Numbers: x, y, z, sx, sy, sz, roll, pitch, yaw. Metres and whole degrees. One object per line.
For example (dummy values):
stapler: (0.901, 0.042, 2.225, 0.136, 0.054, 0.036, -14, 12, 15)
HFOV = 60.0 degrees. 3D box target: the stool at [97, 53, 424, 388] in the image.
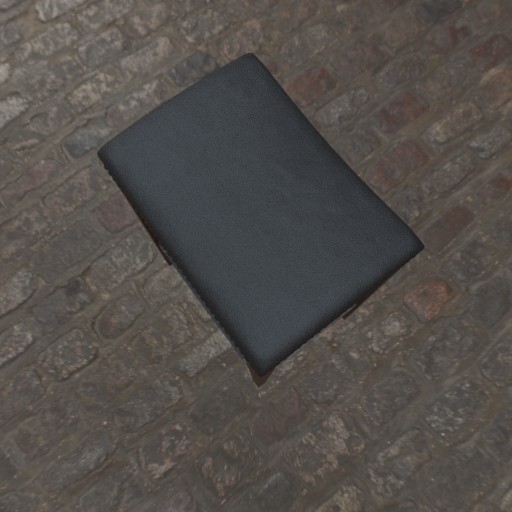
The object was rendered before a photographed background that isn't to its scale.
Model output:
stool: (0.000, 0.000, 1.042, 0.361, 0.765, 0.500, -36, 78, -9)
